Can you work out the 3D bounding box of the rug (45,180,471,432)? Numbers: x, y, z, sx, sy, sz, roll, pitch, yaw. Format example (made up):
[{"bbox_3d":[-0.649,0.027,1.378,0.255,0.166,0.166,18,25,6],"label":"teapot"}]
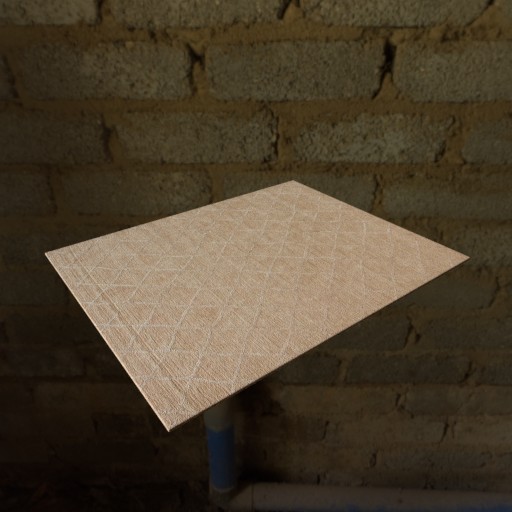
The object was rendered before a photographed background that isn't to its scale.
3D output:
[{"bbox_3d":[0.000,0.000,4.041,3.039,0.019,2.420,-21,37,-31],"label":"rug"}]
